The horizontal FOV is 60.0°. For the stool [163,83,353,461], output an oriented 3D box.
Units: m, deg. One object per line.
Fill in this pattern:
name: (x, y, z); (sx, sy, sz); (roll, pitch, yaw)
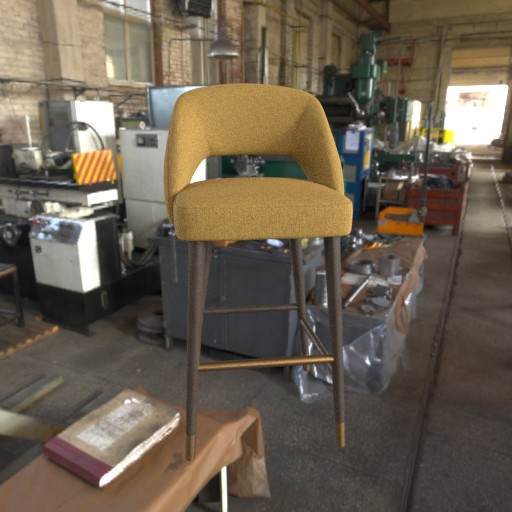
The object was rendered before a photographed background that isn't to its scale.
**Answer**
stool: (0.000, 0.000, 1.367); (0.536, 1.032, 0.522); (-2, 17, -7)
